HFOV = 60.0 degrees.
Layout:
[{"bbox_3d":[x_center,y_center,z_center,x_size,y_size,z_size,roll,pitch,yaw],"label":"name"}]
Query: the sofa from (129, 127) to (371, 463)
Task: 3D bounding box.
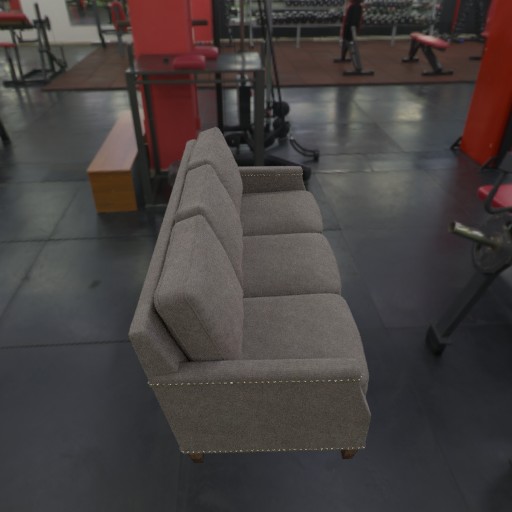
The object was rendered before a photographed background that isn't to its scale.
[{"bbox_3d":[0.000,0.000,2.803,1.034,1.042,2.226,-1,33,-1],"label":"sofa"}]
